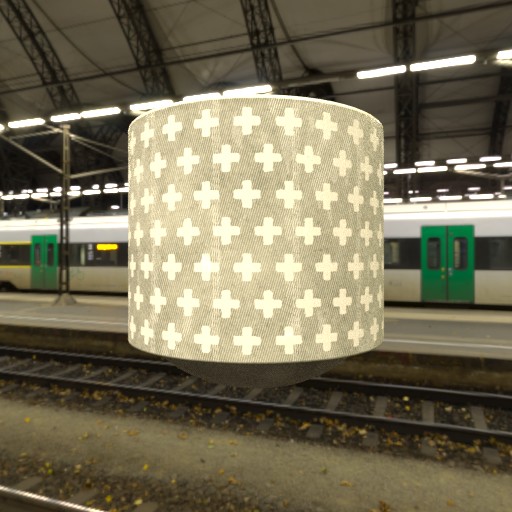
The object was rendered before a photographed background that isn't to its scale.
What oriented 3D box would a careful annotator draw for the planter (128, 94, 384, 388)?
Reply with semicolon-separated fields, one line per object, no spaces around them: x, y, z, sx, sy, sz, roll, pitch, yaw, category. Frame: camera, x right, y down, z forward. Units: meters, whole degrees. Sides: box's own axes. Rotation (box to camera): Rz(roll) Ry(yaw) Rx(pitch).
0.000;0.000;0.452;0.250;0.239;0.250;0;0;0;planter
